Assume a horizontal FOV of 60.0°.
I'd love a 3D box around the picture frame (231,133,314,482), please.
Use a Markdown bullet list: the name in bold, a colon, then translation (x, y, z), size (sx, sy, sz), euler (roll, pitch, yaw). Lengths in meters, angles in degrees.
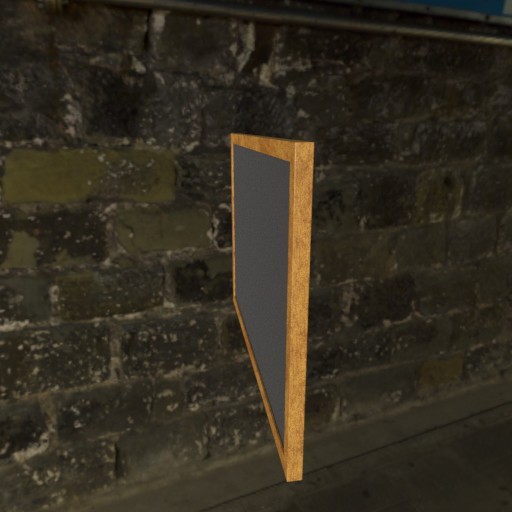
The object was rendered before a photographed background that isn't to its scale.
- **picture frame**: translation (0.000, 0.000, 1.189), size (0.029, 0.621, 0.922), euler (-3, 16, -9)
